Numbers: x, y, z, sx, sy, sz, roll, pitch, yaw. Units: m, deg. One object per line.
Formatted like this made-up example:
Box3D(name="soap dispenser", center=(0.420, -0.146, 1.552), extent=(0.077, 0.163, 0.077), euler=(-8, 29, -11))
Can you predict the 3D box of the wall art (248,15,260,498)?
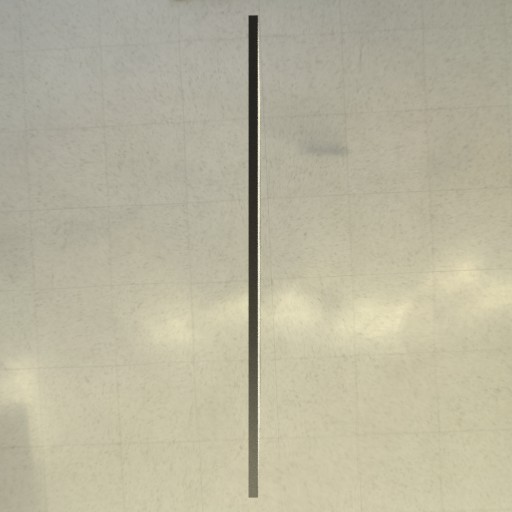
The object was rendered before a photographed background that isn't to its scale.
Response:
Box3D(name="wall art", center=(0.000, 0.000, 1.210), extent=(0.019, 0.660, 0.957), euler=(0, 91, 1))
